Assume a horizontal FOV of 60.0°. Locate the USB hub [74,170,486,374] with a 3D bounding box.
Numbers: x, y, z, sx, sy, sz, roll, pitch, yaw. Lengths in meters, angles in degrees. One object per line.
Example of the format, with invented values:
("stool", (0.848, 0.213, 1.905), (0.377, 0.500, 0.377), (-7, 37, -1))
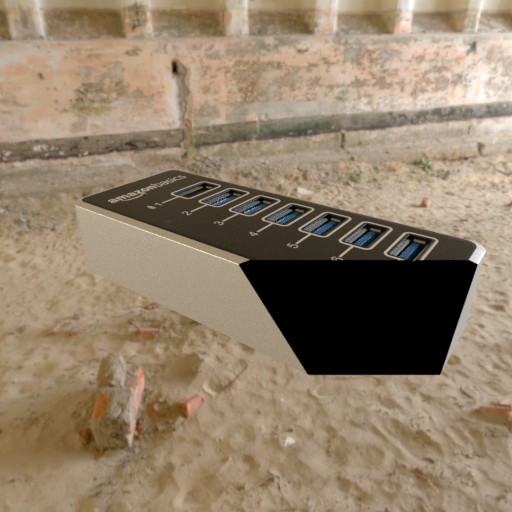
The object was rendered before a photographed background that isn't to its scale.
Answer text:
("USB hub", (0.000, 0.000, 0.127), (0.110, 0.023, 0.044), (19, 33, 32))
